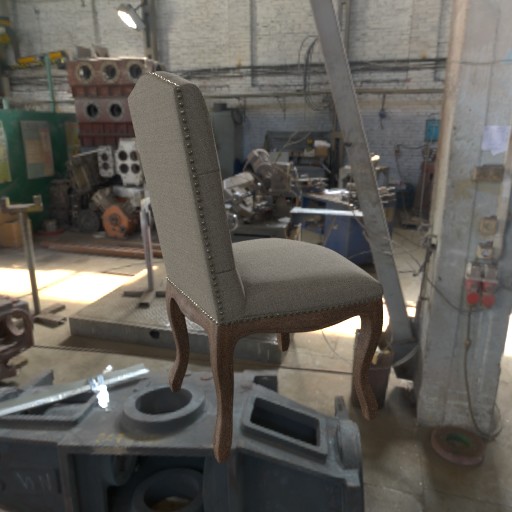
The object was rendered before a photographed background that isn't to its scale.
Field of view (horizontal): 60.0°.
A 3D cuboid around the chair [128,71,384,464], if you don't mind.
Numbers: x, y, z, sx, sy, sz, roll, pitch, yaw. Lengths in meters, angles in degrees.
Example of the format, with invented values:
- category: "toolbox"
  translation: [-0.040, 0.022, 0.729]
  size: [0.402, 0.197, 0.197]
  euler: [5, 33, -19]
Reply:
- category: "chair"
  translation: [0.000, 0.000, 1.583]
  size: [0.731, 1.191, 0.637]
  euler: [-9, 19, -28]
